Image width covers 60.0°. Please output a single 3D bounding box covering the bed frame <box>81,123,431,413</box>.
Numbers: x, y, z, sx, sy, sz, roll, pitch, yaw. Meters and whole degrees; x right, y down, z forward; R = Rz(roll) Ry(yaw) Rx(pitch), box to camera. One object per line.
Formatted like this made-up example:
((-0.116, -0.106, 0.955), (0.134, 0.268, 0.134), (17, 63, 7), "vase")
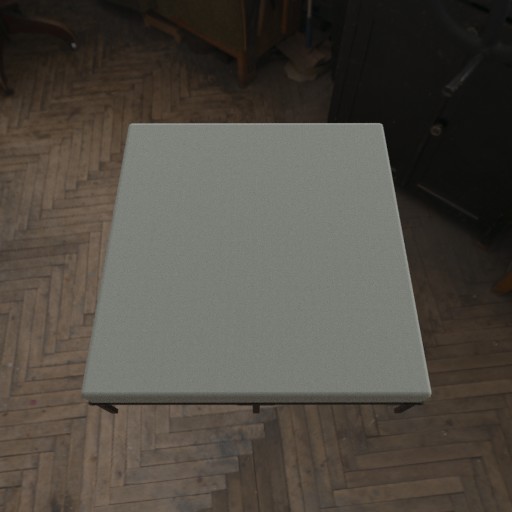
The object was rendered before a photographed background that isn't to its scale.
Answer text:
((0.000, 0.000, 4.027), (2.526, 0.680, 2.635), (0, 62, 0), "bed frame")
